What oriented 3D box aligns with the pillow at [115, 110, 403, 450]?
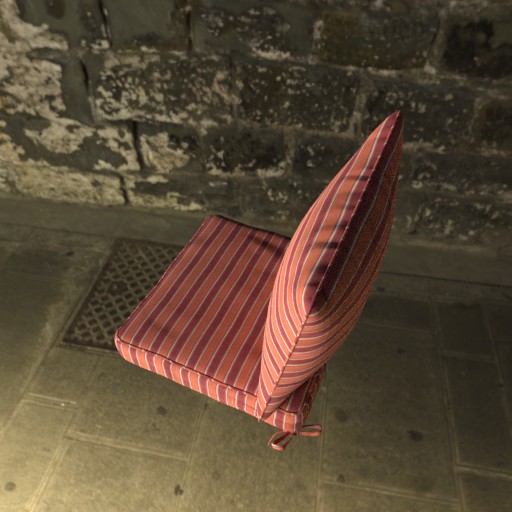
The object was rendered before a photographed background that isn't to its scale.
[{"bbox_3d":[0.000,0.000,1.371,0.733,0.723,0.799,18,49,16],"label":"pillow"}]
